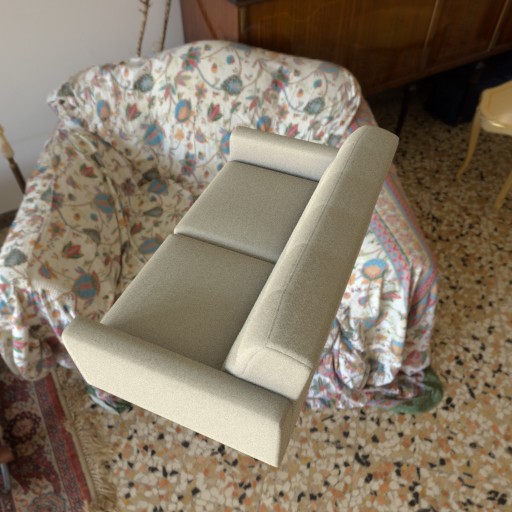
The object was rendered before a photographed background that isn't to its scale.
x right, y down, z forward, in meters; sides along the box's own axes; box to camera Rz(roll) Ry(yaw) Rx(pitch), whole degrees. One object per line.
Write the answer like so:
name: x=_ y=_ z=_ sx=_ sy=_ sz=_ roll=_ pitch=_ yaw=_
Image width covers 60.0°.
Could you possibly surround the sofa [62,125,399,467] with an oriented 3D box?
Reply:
sofa: x=0.000 y=0.000 z=2.208 sx=0.980 sy=0.892 sz=1.655 roll=17 pitch=50 yaw=15
